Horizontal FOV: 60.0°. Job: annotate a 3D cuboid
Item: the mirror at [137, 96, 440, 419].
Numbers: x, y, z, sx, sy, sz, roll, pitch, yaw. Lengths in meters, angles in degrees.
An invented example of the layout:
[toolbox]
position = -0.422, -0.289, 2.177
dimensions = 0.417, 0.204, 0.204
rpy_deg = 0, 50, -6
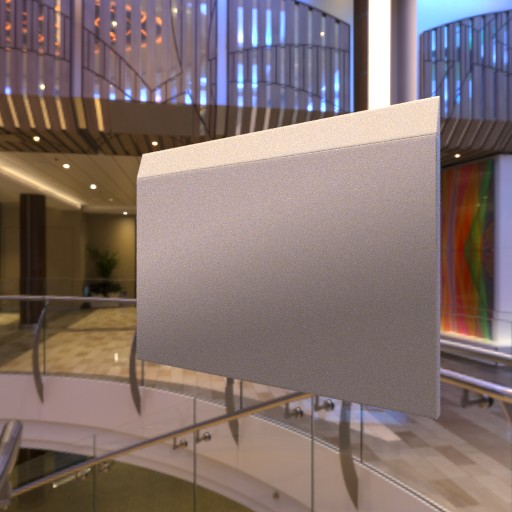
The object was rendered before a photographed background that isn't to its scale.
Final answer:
[mirror]
position = 0.000, 0.000, 1.115
dimensions = 0.870, 0.630, 0.030
rpy_deg = 0, 0, 35
